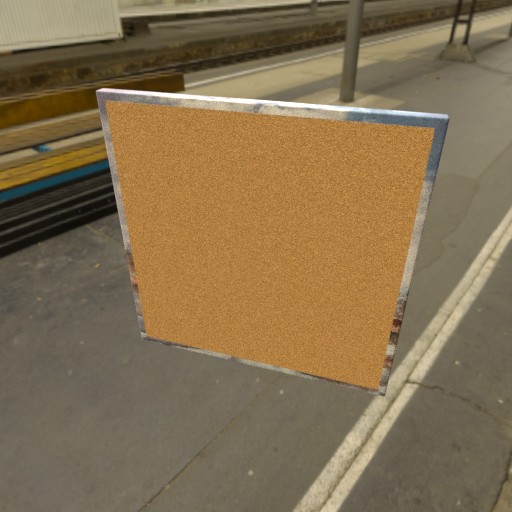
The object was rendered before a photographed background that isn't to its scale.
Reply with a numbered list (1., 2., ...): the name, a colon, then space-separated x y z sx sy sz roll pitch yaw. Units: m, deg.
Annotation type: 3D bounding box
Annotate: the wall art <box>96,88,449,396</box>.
1. wall art: 0.000 0.000 1.325 0.888 0.897 0.035 10 34 15
